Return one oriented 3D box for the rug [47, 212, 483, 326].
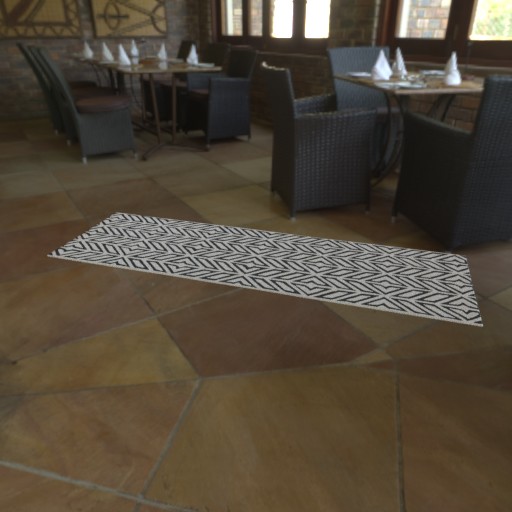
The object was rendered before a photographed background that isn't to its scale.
[{"bbox_3d":[0.000,0.000,2.694,2.435,0.009,0.750,8,28,15],"label":"rug"}]
